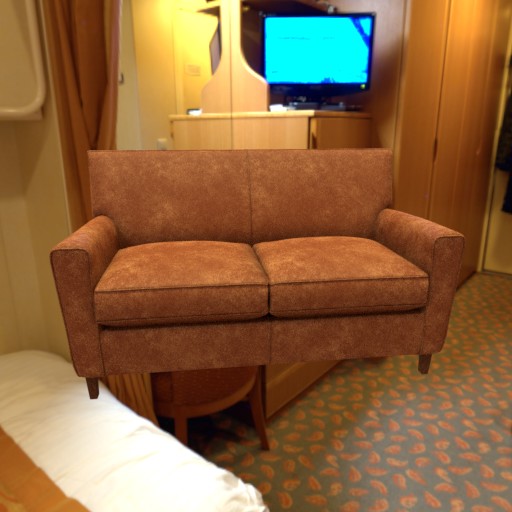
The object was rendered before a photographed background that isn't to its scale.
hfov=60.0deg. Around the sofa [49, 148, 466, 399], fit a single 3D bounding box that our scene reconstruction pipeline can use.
[{"bbox_3d":[0.000,0.000,1.922,1.473,0.871,0.787,-2,16,-7],"label":"sofa"}]
